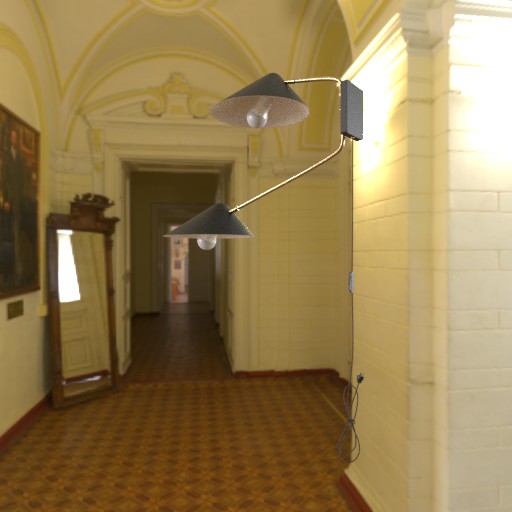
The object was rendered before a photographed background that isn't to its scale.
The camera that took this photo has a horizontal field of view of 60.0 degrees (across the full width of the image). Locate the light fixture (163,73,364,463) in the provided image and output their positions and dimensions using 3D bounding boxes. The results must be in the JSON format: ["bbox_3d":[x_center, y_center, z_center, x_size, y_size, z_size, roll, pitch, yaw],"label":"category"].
[{"bbox_3d":[0.000,0.000,0.834,0.422,0.665,0.189,0,0,37],"label":"light fixture"}]
